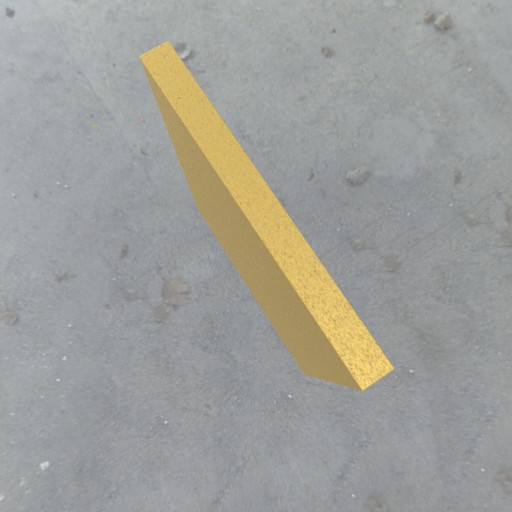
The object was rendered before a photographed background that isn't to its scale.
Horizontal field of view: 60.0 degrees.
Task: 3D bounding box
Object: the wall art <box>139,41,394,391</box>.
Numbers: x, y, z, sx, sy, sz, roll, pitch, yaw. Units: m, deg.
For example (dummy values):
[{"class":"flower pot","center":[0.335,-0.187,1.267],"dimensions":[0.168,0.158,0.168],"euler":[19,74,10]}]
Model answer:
[{"class":"wall art","center":[0.000,0.000,0.887],"dimensions":[0.048,0.642,0.537],"euler":[-32,79,-7]}]
